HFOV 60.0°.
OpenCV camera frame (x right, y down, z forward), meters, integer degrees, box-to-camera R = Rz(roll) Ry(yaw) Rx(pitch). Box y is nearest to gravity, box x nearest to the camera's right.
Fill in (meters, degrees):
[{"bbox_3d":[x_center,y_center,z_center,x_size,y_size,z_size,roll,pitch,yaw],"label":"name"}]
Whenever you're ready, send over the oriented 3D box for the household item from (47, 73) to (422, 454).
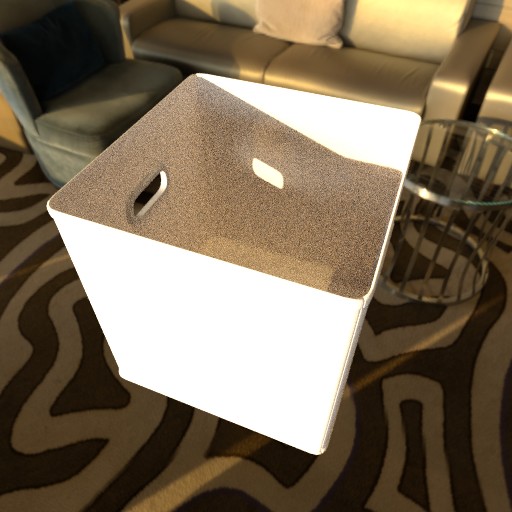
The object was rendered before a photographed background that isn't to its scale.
[{"bbox_3d":[0.000,0.000,0.568,0.305,0.305,0.305,16,48,15],"label":"household item"}]
